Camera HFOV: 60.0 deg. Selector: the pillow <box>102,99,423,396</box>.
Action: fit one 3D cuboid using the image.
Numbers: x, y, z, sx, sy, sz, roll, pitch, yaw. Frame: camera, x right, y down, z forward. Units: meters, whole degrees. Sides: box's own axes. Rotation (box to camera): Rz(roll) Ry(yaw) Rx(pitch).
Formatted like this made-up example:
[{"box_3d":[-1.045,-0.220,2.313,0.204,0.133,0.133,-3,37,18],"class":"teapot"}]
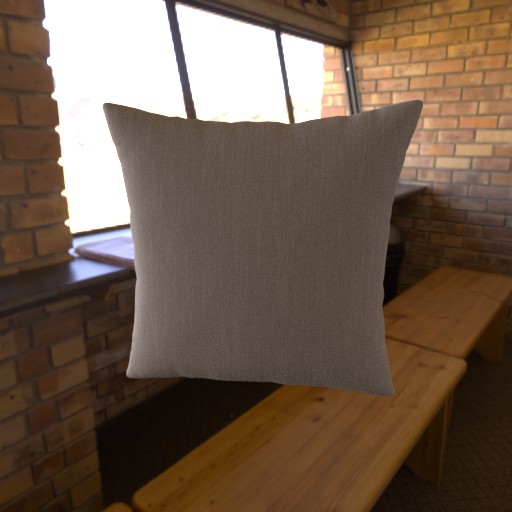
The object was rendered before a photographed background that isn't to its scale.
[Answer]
[{"box_3d":[0.000,0.000,0.769,0.511,0.509,0.161,2,16,7],"class":"pillow"}]
